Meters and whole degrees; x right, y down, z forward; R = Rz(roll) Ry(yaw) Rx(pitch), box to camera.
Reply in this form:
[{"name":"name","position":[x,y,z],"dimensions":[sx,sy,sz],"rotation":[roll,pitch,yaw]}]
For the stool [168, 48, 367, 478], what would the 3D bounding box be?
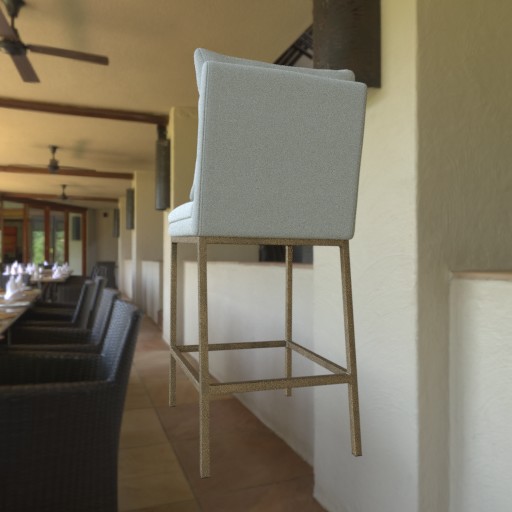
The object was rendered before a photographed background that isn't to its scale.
[{"name":"stool","position":[0.000,0.000,1.337],"dimensions":[0.463,1.032,0.572],"rotation":[0,0,-18]}]
